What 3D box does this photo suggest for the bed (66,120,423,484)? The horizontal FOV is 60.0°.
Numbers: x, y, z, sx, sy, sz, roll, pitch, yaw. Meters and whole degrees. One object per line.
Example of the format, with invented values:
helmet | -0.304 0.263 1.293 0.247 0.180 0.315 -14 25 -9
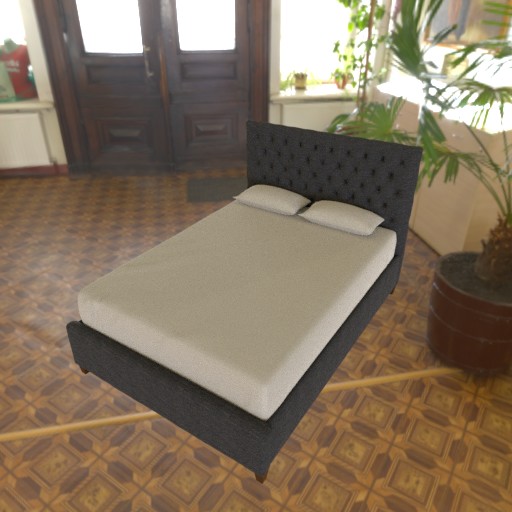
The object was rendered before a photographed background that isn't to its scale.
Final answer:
bed | 0.000 0.000 3.446 1.698 1.427 2.387 18 35 28
